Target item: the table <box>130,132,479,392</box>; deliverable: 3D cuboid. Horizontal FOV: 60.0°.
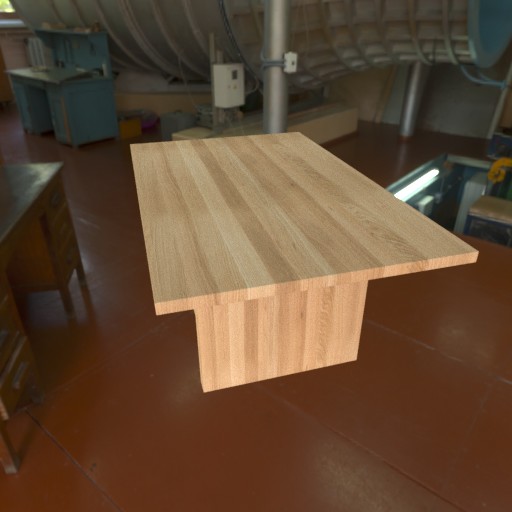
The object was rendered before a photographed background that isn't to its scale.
[{"bbox_3d":[0.000,0.000,1.471,0.700,0.510,1.100,-8,30,-14],"label":"table"}]
